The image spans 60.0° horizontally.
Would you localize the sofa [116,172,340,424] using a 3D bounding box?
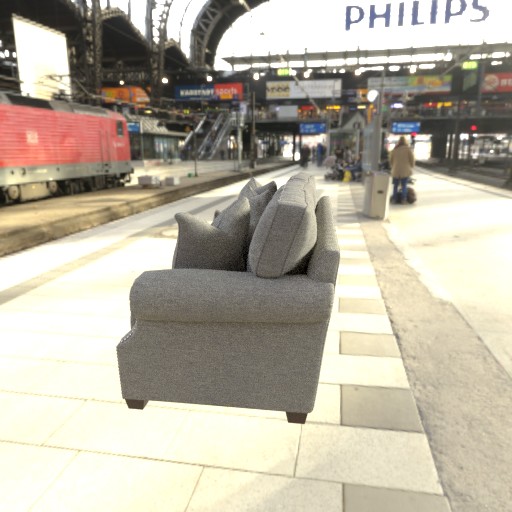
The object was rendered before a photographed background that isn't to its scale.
[{"bbox_3d":[0.000,0.000,2.870,0.965,0.975,2.312,2,14,8],"label":"sofa"}]
